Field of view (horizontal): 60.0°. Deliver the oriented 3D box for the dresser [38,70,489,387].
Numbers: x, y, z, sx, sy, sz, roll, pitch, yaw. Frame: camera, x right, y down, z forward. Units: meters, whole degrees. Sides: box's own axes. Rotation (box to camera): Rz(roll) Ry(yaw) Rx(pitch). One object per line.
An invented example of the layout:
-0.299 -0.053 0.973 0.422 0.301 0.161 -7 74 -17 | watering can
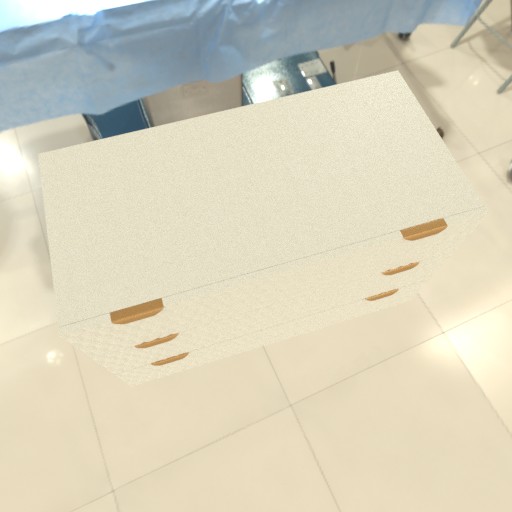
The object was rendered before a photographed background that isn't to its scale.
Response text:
0.000 0.000 1.302 0.905 0.721 0.457 -16 65 -8 | dresser
